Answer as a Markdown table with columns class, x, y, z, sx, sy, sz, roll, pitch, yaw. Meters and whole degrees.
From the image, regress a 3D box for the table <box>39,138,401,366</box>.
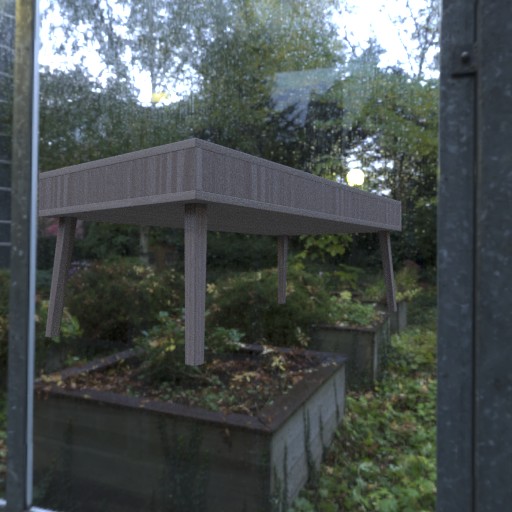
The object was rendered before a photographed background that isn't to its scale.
| class | x | y | z | sx | sy | sz | roll | pitch | yaw |
| --- | --- | --- | --- | --- | --- | --- | --- | --- | --- |
| table | 0.000 | 0.000 | 1.521 | 0.600 | 0.450 | 1.200 | 0 | -1 | 37 |
